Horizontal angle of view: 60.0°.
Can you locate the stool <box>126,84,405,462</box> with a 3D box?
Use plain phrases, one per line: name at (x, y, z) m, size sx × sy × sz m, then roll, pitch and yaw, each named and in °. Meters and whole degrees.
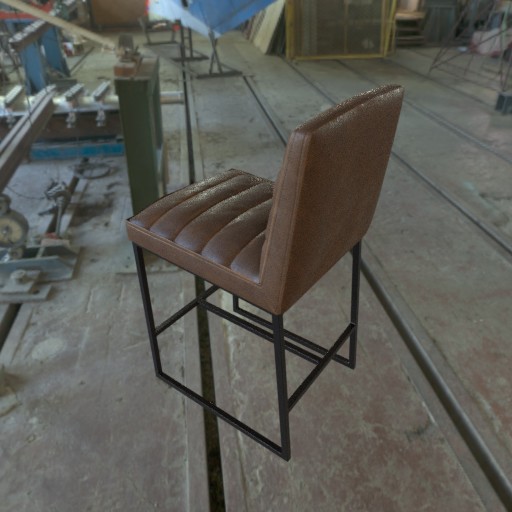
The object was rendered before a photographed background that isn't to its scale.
stool at (0.000, 0.000, 1.263) m, size 0.562 × 0.942 × 0.463 m, roll 22°, pitch 39°, yaw 29°
